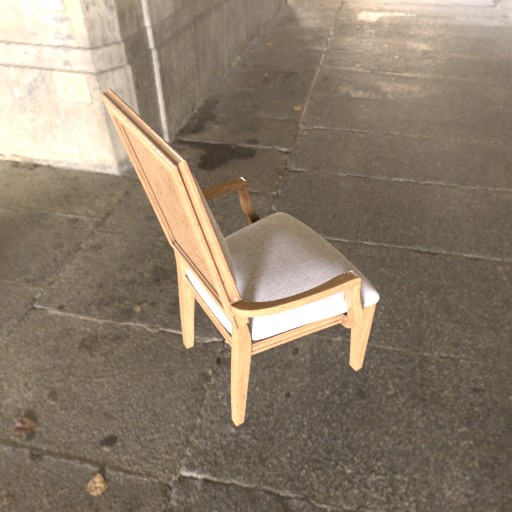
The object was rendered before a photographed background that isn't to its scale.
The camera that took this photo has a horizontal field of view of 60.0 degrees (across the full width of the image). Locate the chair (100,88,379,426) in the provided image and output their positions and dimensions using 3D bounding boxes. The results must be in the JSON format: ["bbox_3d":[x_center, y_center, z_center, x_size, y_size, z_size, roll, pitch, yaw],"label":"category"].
[{"bbox_3d":[0.000,0.000,1.340,0.602,0.990,0.606,-22,45,-24],"label":"chair"}]
